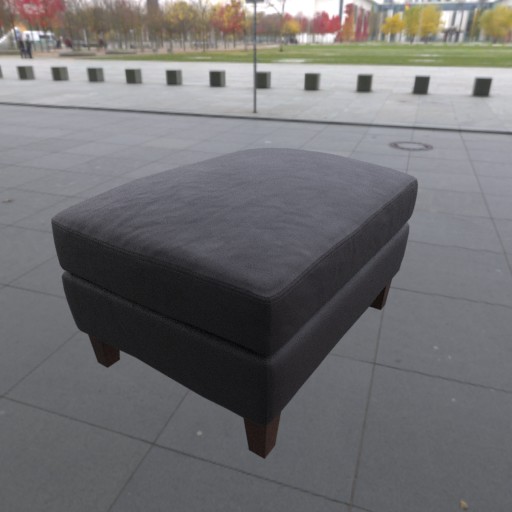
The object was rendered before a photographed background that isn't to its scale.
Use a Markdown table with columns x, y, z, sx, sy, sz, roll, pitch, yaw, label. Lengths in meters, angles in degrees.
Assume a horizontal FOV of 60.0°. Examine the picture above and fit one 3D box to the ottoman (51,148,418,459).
| x | y | z | sx | sy | sz | roll | pitch | yaw | label |
| --- | --- | --- | --- | --- | --- | --- | --- | --- | --- |
| 0.000 | 0.000 | 1.278 | 0.659 | 0.529 | 0.887 | 17 | 31 | 30 | ottoman |
